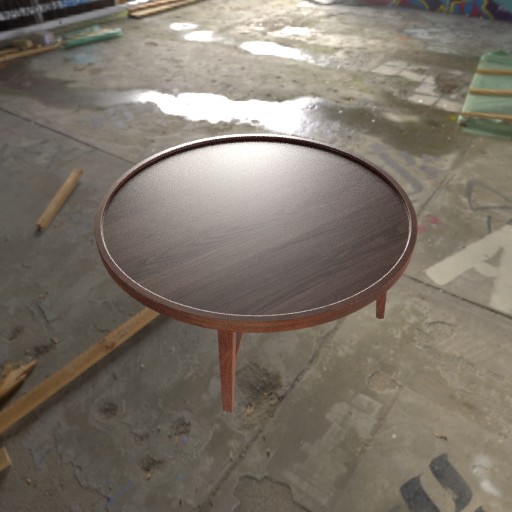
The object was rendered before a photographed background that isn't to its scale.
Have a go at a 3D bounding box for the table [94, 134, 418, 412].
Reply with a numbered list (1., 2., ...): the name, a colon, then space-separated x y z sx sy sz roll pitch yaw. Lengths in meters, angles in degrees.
1. table: 0.000 0.000 1.254 0.800 0.360 0.800 0 41 0
